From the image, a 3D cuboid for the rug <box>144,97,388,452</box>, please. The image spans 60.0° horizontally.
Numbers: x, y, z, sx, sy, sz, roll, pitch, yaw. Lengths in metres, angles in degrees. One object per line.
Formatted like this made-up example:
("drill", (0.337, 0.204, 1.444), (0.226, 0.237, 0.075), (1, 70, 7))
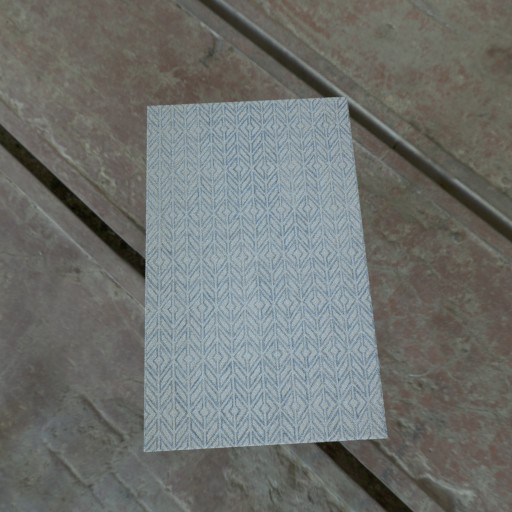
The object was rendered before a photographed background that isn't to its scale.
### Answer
("rug", (0.000, 0.000, 3.076), (1.526, 0.008, 2.441), (-3, 75, -1))
